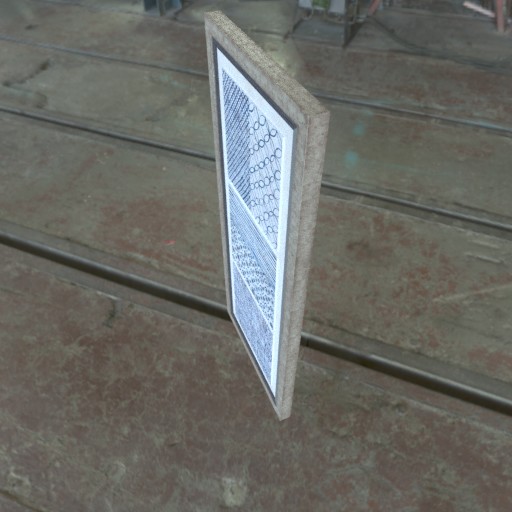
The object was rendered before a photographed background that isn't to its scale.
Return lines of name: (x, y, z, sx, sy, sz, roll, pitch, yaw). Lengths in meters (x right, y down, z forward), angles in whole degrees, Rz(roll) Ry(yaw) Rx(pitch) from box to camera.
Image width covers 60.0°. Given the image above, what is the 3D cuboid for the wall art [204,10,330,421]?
wall art: (0.000, 0.000, 1.628, 0.051, 1.461, 0.648, -17, 49, -16)
